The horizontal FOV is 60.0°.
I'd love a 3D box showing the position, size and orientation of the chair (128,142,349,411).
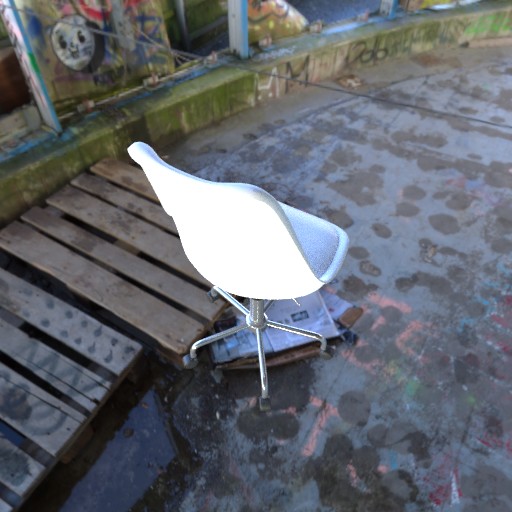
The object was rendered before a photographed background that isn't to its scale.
[{"bbox_3d":[0.000,0.000,1.301,0.550,0.930,0.550,24,52,21],"label":"chair"}]
